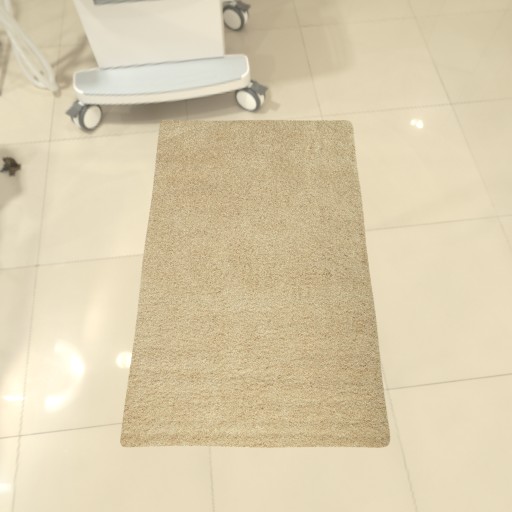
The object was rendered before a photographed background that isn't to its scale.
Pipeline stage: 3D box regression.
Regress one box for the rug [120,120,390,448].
[{"bbox_3d":[0.000,0.000,2.958,1.500,0.025,2.349,0,64,0],"label":"rug"}]
